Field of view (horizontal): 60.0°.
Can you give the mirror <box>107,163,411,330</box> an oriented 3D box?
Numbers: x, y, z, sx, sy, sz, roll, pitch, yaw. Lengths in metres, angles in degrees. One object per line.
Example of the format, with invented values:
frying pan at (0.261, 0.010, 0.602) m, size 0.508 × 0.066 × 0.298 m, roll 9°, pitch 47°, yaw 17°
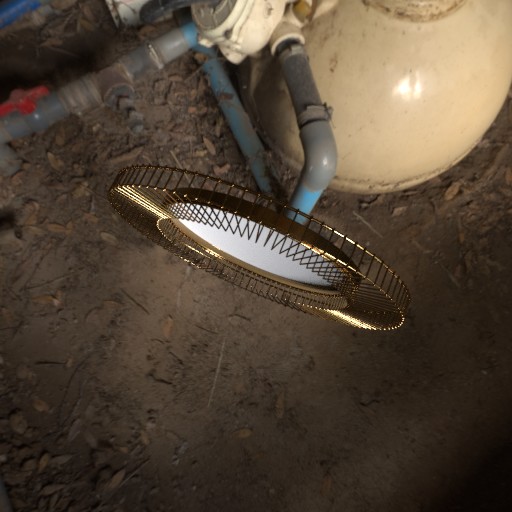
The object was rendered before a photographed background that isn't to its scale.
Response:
mirror at (0.000, 0.000, 1.031) m, size 0.703 × 0.703 × 0.067 m, roll 22°, pitch 77°, yaw 6°
